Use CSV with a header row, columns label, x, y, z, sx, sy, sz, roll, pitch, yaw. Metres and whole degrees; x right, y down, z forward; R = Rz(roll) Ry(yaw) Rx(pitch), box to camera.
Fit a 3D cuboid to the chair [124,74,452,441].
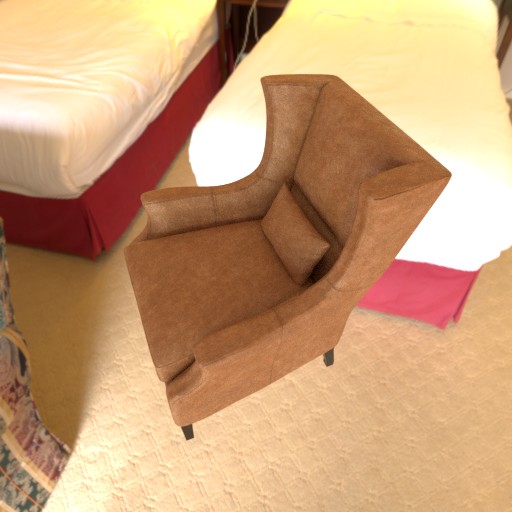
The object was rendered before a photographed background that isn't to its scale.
label,x,y,z,sx,sy,sz,roll,pitch,yaw
chair,0.000,0.000,1.668,0.926,1.016,0.853,-16,48,-15
